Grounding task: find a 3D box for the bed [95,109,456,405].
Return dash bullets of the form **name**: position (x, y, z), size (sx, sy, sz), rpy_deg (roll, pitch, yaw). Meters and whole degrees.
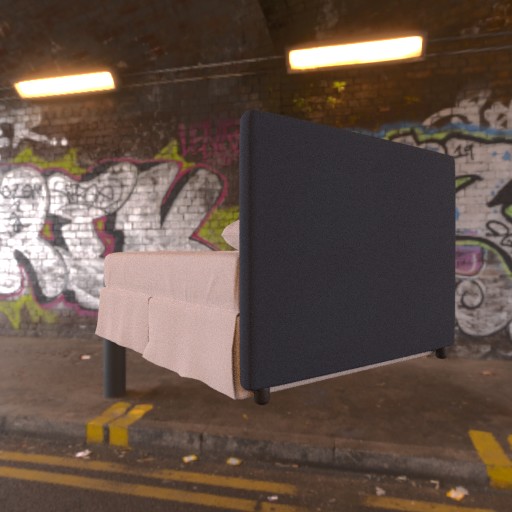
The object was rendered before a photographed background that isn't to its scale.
- **bed**: position (0.000, 0.000, 3.249), size (1.713, 1.330, 2.162), rpy_deg (0, 1, -36)
